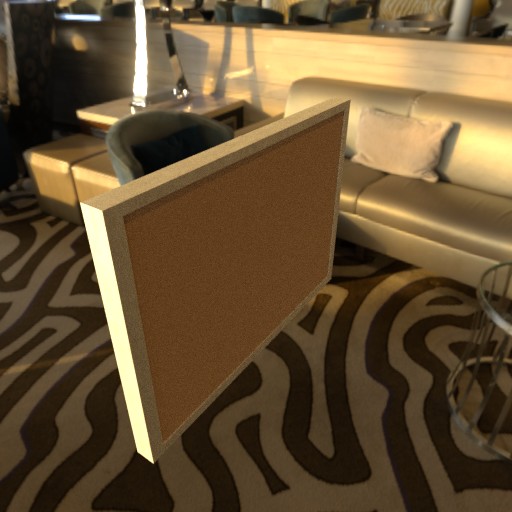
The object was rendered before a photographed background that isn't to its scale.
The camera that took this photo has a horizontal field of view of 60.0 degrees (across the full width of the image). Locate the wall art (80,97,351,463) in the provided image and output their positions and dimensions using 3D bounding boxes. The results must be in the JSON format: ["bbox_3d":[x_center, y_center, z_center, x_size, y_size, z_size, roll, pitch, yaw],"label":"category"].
[{"bbox_3d":[0.000,0.000,0.693,0.032,0.380,0.532,20,37,29],"label":"wall art"}]
